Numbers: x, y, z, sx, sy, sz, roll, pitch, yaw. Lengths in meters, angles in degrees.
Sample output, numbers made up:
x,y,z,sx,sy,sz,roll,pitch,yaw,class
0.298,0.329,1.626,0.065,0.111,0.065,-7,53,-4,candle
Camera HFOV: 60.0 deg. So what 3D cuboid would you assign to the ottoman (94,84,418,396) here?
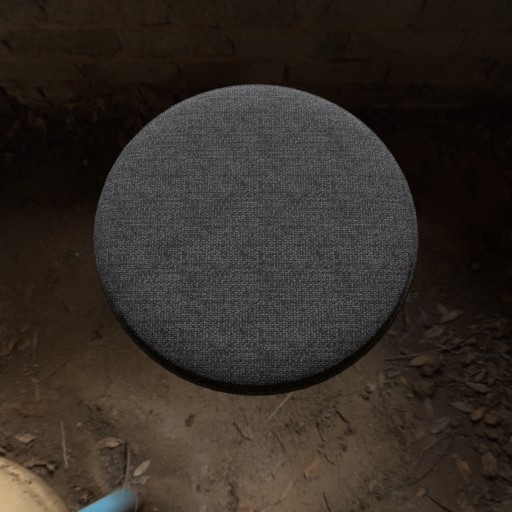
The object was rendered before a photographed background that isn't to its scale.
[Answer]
x,y,z,sx,sy,sz,roll,pitch,yaw,class
0.000,0.000,0.883,0.520,0.430,0.520,0,75,0,ottoman
